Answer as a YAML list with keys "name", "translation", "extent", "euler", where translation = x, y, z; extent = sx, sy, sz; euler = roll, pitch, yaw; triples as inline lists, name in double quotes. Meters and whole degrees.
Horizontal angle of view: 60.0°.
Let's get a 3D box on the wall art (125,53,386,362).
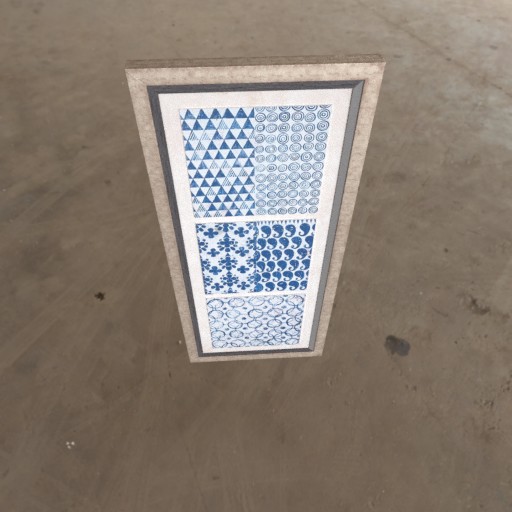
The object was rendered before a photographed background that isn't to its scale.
- name: "wall art"
  translation: [0.000, 0.000, 1.655]
  extent: [0.648, 1.461, 0.051]
  euler: [-2, 48, -2]
